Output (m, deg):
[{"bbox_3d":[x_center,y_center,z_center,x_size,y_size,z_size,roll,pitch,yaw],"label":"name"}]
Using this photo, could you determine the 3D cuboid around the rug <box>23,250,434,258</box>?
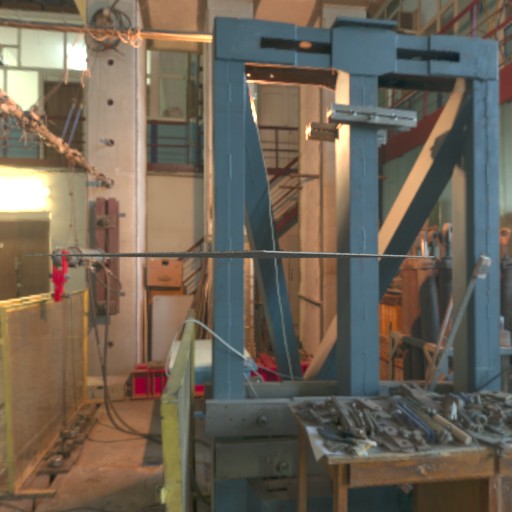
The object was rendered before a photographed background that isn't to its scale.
[{"bbox_3d":[0.000,0.000,4.218,2.437,0.015,3.205,-1,-1,36],"label":"rug"}]
